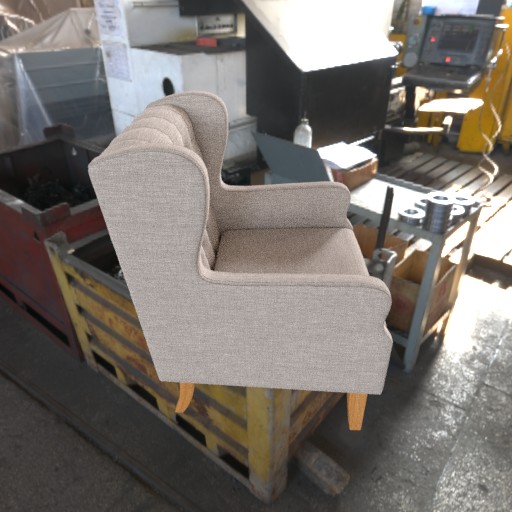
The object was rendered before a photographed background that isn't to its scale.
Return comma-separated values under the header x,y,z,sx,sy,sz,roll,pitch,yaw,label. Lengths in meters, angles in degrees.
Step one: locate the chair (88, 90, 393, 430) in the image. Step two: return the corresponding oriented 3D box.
x,y,z,sx,sy,sz,roll,pitch,yaw,label
0.000,0.000,1.473,0.760,0.930,0.710,1,31,1,chair
